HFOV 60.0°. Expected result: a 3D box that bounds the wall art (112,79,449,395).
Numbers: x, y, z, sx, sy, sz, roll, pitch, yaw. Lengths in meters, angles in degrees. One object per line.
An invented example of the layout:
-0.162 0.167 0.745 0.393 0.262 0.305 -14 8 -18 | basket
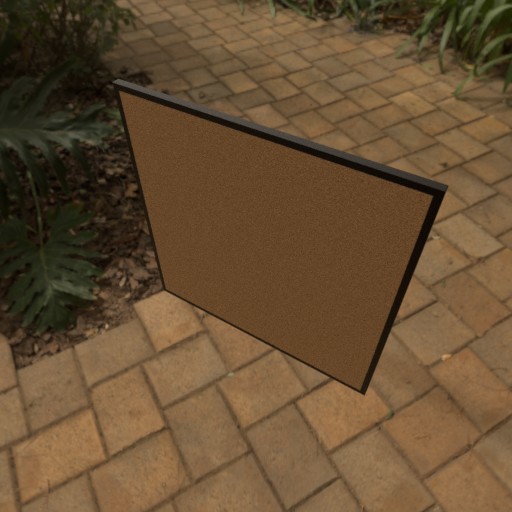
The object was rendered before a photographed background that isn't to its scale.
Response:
0.000 0.000 0.701 0.457 0.458 0.012 24 52 21 | wall art
